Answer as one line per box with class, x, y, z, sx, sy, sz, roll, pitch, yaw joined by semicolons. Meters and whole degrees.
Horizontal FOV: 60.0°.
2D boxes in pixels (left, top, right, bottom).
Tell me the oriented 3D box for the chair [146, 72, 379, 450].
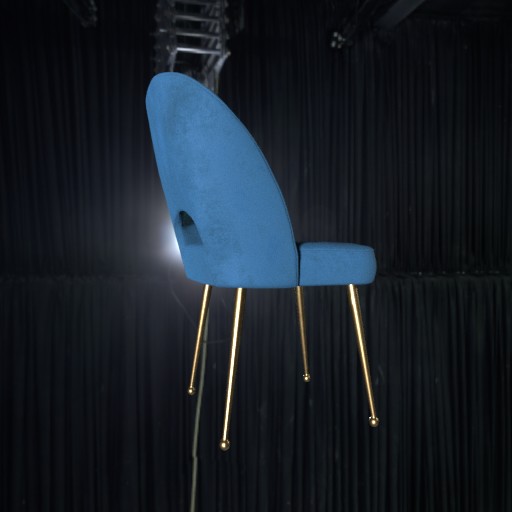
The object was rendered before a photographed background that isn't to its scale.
chair;0.000;0.000;1.221;0.577;0.860;0.527;0;2;-19
